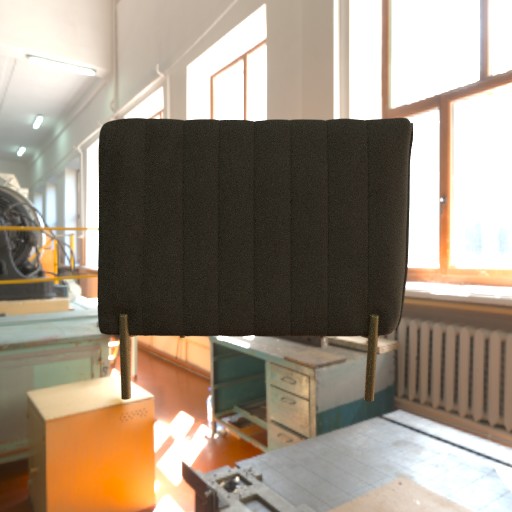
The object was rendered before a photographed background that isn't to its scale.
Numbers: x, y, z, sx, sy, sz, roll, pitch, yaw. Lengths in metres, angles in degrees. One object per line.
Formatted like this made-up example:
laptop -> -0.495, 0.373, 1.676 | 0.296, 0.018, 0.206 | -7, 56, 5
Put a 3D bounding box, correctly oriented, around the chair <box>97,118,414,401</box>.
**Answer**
chair -> 0.000, 0.000, 1.655 | 0.873, 0.779, 0.981 | 0, 0, 0
